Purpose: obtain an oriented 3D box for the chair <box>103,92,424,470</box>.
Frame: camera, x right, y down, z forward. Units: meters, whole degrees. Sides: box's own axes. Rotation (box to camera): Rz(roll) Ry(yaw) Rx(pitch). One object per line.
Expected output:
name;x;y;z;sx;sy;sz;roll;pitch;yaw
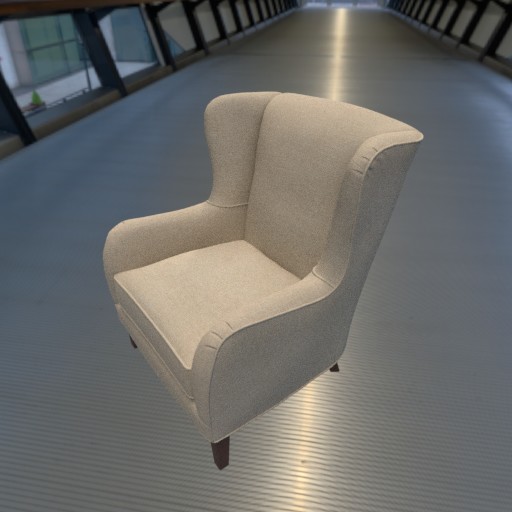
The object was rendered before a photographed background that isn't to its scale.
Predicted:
chair;0.000;0.000;1.715;0.966;1.040;0.838;-21;38;-30
